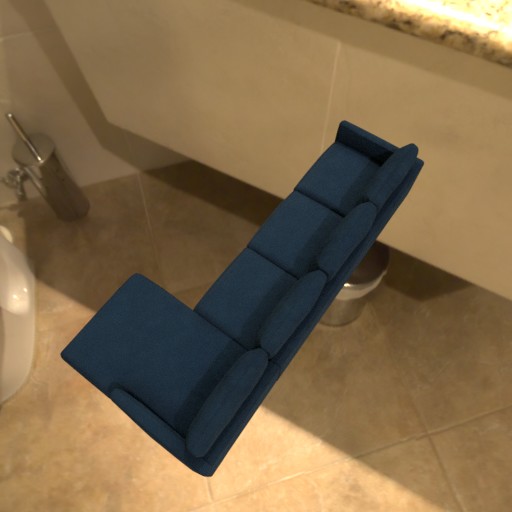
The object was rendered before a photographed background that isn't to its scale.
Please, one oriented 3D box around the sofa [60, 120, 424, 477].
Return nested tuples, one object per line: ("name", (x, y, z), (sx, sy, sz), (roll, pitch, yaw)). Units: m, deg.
("sofa", (0.000, 0.000, 3.468), (1.350, 0.810, 2.932), (33, 68, 15))
